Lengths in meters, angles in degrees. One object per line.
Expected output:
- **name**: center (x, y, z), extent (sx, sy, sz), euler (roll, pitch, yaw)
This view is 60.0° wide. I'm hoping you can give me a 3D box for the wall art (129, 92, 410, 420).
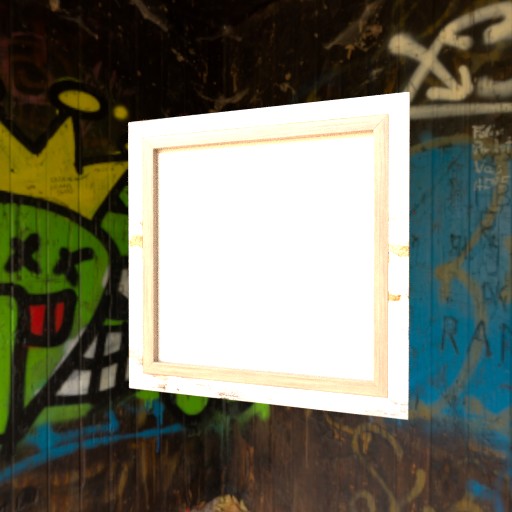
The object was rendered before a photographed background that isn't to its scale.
- **wall art**: center (0.000, 0.000, 1.555), extent (1.015, 1.018, 0.040), euler (0, 1, 19)
